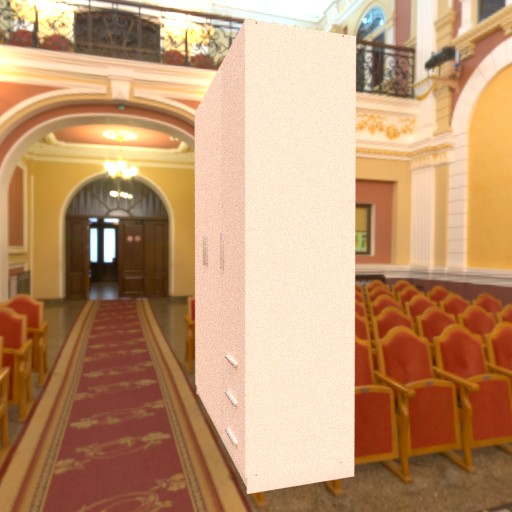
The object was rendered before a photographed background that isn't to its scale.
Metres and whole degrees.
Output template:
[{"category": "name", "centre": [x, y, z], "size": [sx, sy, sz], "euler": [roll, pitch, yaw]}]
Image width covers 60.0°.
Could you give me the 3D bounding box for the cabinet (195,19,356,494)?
[{"category": "cabinet", "centre": [0.000, 0.000, 2.469], "size": [0.510, 1.910, 1.290], "euler": [0, 1, -17]}]
